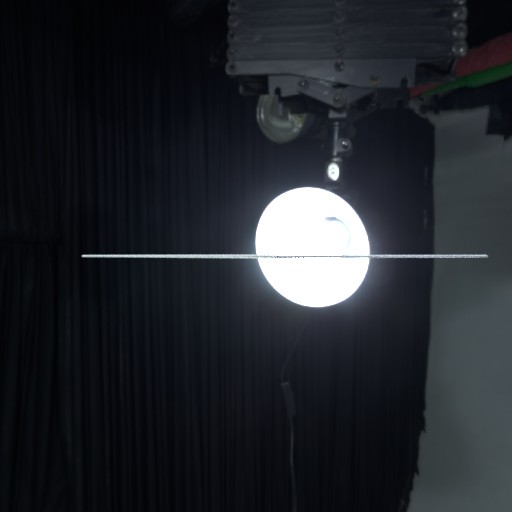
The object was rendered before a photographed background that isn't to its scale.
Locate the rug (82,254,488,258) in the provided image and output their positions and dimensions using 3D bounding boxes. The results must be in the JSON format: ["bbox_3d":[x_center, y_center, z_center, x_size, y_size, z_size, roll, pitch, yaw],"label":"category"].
[{"bbox_3d":[0.000,0.000,2.254,1.217,0.011,1.747,0,0,-38],"label":"rug"}]
